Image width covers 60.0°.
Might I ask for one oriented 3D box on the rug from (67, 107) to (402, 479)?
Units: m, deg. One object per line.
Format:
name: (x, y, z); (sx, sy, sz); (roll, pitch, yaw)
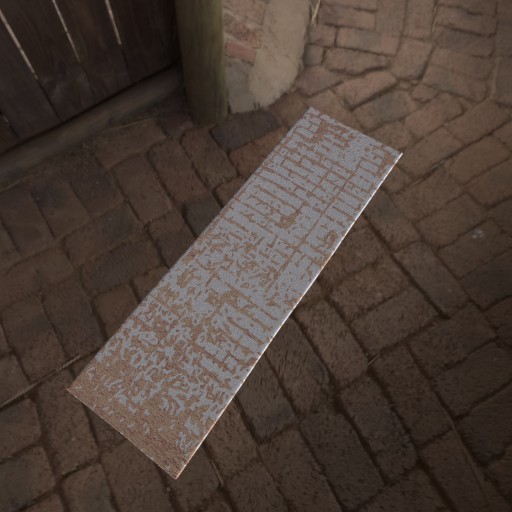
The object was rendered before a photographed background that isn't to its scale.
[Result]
rug: (0.000, 0.000, 2.690); (0.750, 0.011, 2.435); (32, 68, 15)
